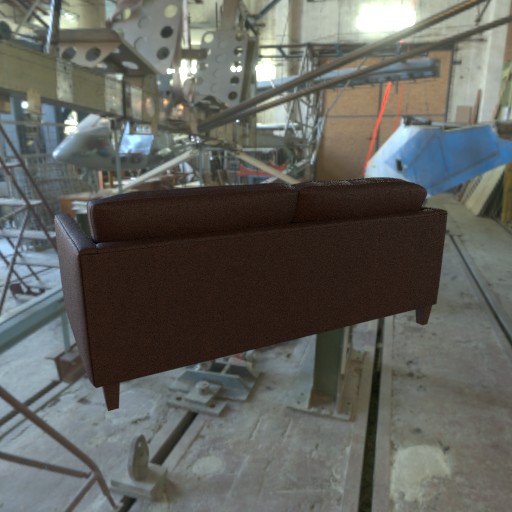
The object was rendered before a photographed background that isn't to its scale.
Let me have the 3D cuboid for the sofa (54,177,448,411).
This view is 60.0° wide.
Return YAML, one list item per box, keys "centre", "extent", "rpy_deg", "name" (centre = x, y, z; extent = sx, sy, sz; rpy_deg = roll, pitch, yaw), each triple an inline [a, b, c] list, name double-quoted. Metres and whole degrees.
- centre: [0.000, 0.000, 2.468]
  extent: [1.971, 0.863, 0.923]
  rpy_deg: [-8, 17, -27]
  name: "sofa"
